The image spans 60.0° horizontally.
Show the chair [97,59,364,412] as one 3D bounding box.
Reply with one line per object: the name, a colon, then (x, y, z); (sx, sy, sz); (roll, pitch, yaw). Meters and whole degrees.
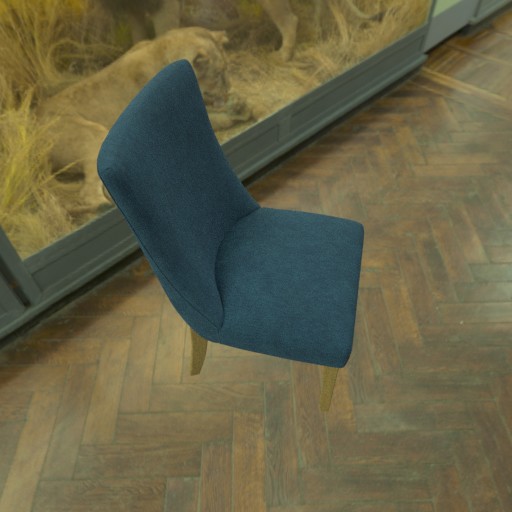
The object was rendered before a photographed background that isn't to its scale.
chair: (0.000, 0.000, 1.282); (0.609, 0.902, 0.495); (10, 50, 9)
